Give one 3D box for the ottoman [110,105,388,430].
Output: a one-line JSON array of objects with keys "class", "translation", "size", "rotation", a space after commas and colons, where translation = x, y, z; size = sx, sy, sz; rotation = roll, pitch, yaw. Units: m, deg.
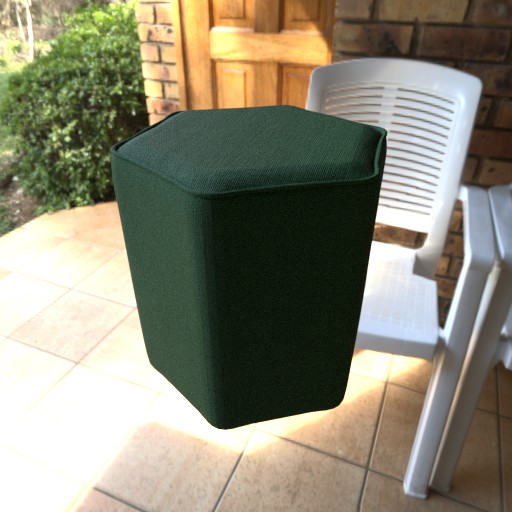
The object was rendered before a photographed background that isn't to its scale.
[{"class": "ottoman", "translation": [0.000, 0.000, 0.900], "size": [0.444, 0.507, 0.499], "rotation": [9, 33, 14]}]
